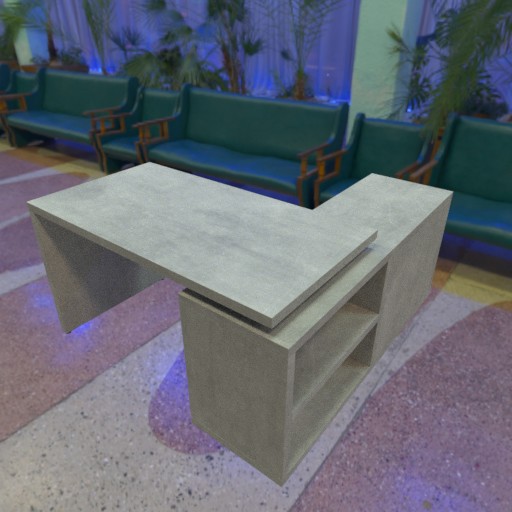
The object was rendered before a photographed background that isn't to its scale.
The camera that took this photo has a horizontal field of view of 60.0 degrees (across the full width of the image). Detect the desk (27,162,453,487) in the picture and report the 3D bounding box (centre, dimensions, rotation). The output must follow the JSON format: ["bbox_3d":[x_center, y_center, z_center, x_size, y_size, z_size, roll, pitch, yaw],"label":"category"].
[{"bbox_3d":[0.000,0.000,2.280,1.400,0.740,1.500,21,36,32],"label":"desk"}]
